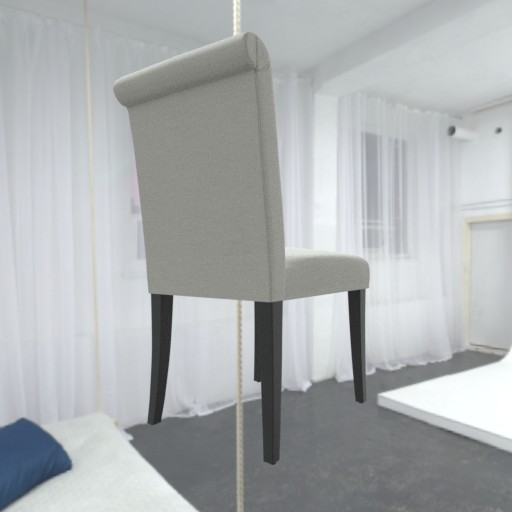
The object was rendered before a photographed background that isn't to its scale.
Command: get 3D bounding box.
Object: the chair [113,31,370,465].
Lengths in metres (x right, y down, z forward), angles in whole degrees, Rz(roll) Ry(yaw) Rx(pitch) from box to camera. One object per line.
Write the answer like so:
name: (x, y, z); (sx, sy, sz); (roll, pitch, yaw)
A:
chair: (0.000, 0.000, 1.341); (0.452, 0.976, 0.708); (0, 0, 36)
